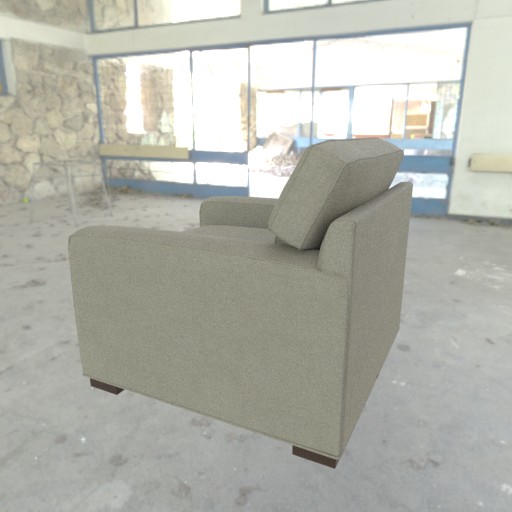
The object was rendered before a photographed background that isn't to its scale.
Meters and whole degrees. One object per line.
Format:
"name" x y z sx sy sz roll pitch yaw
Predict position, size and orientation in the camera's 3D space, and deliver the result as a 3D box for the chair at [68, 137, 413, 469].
"chair" 0.000 0.000 1.807 1.044 0.934 0.999 8 18 26
